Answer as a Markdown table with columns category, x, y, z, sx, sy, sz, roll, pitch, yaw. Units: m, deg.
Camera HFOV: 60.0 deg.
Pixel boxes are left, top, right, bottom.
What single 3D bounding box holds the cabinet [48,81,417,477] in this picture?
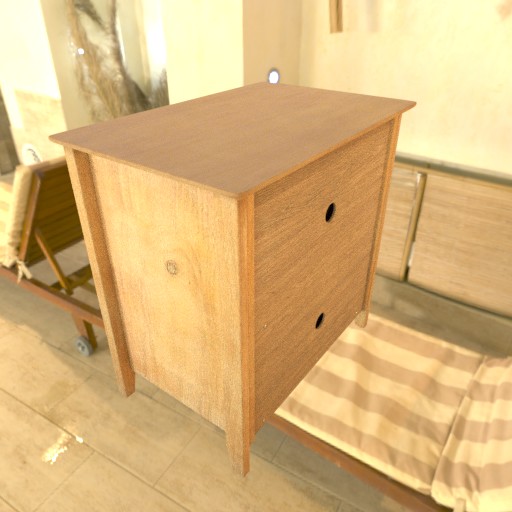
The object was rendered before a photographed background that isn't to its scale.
| category | x | y | z | sx | sy | sz | roll | pitch | yaw |
| --- | --- | --- | --- | --- | --- | --- | --- | --- | --- |
| cabinet | 0.000 | 0.000 | 1.233 | 0.503 | 0.762 | 0.763 | 21 | 37 | 30 |
